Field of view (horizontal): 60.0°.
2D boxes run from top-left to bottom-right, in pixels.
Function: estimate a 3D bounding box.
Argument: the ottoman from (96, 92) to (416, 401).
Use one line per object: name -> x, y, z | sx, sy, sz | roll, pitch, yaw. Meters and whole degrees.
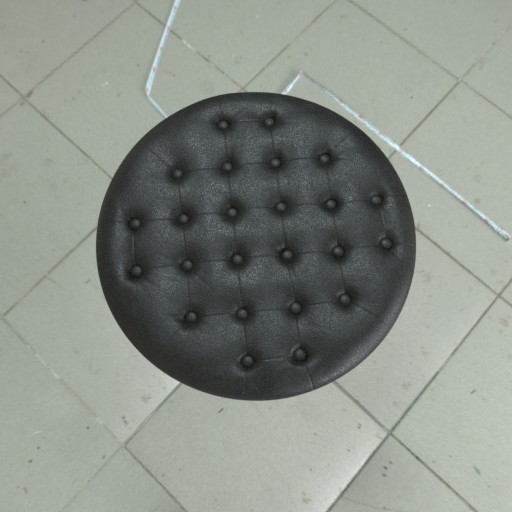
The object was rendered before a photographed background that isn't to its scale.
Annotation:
ottoman -> 0.000, 0.000, 1.062 | 0.637, 0.442, 0.637 | 0, 76, 0
